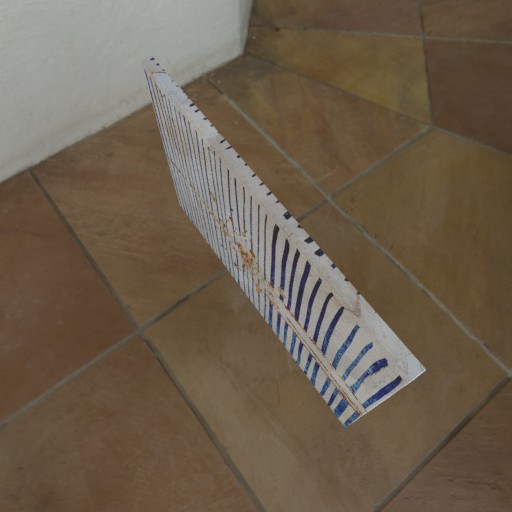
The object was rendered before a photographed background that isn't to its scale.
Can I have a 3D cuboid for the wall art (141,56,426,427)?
[{"bbox_3d":[0.000,0.000,1.439,0.038,0.757,1.143,-32,67,-16],"label":"wall art"}]
